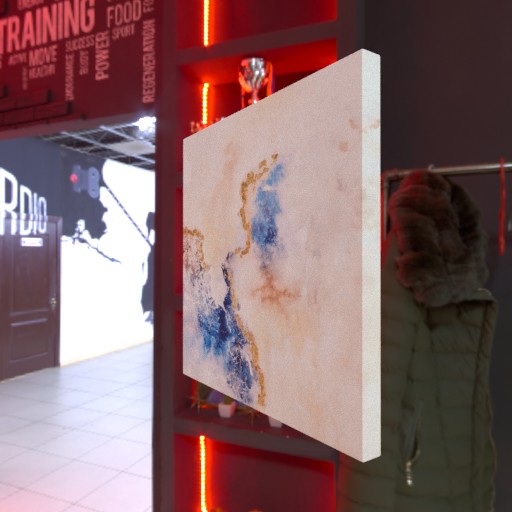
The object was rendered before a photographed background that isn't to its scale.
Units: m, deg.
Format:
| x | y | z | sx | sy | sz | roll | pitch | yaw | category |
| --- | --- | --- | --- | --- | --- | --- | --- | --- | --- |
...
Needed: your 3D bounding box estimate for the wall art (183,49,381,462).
| x | y | z | sx | sy | sz | roll | pitch | yaw | category |
| --- | --- | --- | --- | --- | --- | --- | --- | --- | --- |
| 0.000 | 0.000 | 1.589 | 0.071 | 1.061 | 1.061 | 0 | 0 | -35 | wall art |
